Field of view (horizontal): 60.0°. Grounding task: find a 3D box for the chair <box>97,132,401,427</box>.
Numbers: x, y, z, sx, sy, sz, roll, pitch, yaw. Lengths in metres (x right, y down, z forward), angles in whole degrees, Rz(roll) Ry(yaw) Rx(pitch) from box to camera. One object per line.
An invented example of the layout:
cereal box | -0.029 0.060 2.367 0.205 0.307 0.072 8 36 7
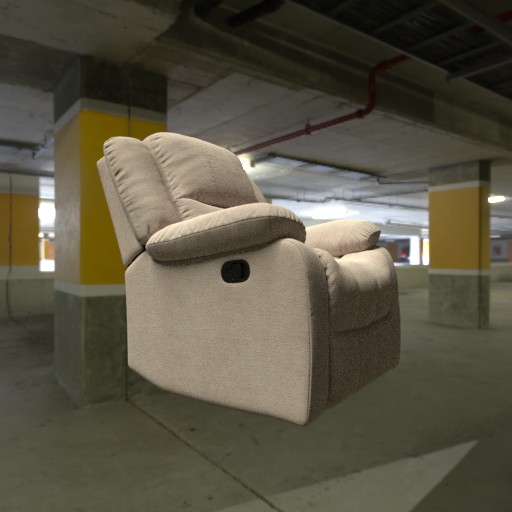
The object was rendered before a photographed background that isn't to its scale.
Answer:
chair | 0.000 0.000 1.746 0.944 1.008 0.899 0 0 35
